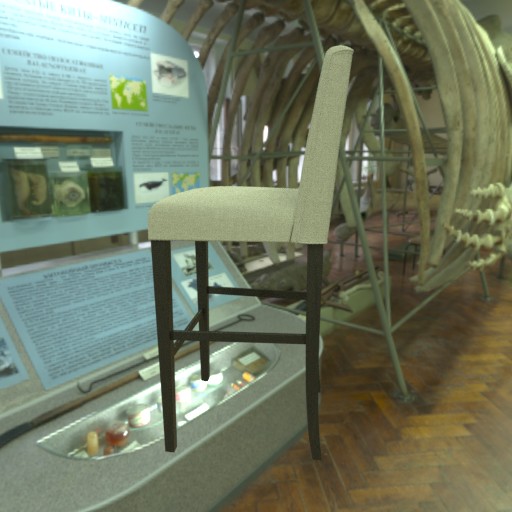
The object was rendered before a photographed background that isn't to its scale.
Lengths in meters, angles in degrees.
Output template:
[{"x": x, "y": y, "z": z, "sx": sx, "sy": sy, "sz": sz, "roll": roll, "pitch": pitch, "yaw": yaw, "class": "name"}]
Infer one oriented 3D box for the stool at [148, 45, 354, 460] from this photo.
[{"x": 0.000, "y": 0.000, "z": 1.373, "sx": 0.509, "sy": 1.116, "sz": 0.474, "roll": 2, "pitch": 13, "yaw": 8, "class": "stool"}]
